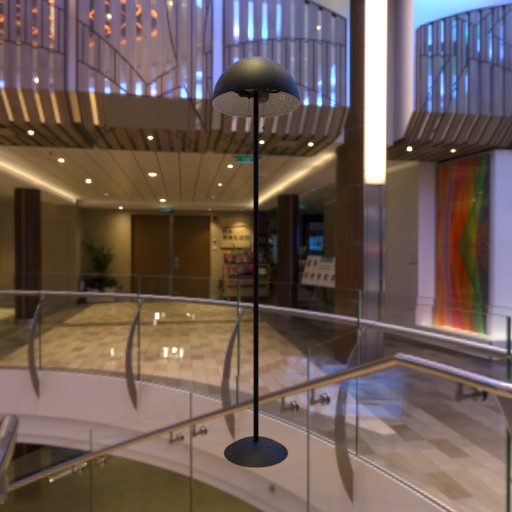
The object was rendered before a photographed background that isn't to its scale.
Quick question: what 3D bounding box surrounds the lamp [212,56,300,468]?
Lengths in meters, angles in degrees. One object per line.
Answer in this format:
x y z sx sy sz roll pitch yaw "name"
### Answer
0.000 0.000 1.664 0.328 1.480 0.328 0 1 35 "lamp"
